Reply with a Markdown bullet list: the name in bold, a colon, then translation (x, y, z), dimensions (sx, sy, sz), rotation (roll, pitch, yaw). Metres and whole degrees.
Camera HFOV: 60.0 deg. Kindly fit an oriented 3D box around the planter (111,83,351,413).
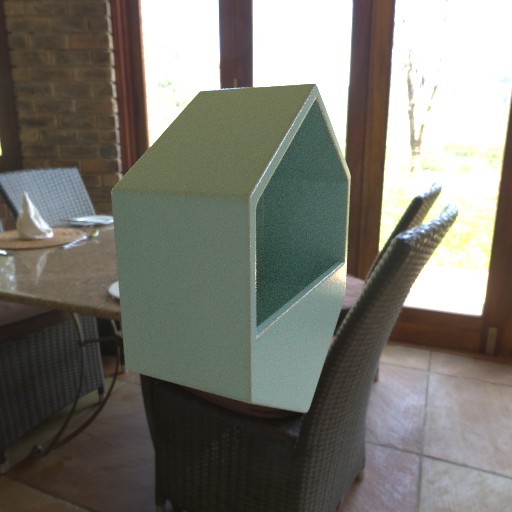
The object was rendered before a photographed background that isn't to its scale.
- **planter**: translation (0.000, 0.000, 0.287), dimensions (0.078, 0.207, 0.169), rotation (7, 16, 25)
